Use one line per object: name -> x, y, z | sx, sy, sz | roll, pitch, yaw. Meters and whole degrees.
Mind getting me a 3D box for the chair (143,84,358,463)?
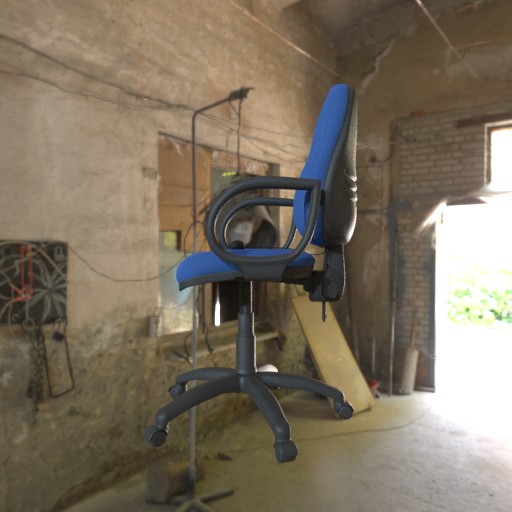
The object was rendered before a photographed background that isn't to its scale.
chair -> 0.000, 0.000, 1.226 | 0.549, 0.905, 0.552 | 0, 1, -1
